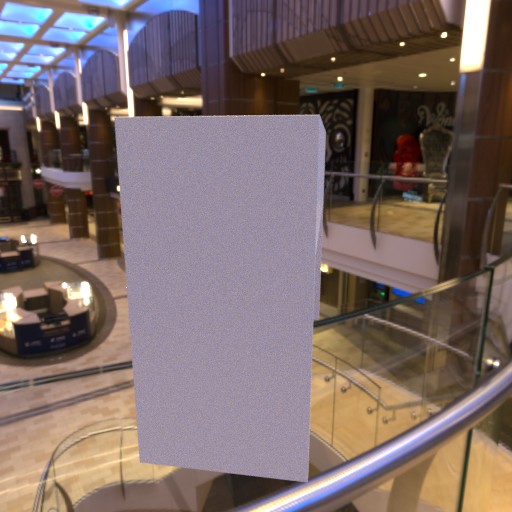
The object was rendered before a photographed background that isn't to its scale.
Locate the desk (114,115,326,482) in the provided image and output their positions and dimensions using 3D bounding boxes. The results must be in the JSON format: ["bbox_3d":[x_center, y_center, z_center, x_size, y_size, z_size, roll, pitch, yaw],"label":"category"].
[{"bbox_3d":[0.000,0.000,1.413,0.400,0.790,1.000,2,14,9],"label":"desk"}]
